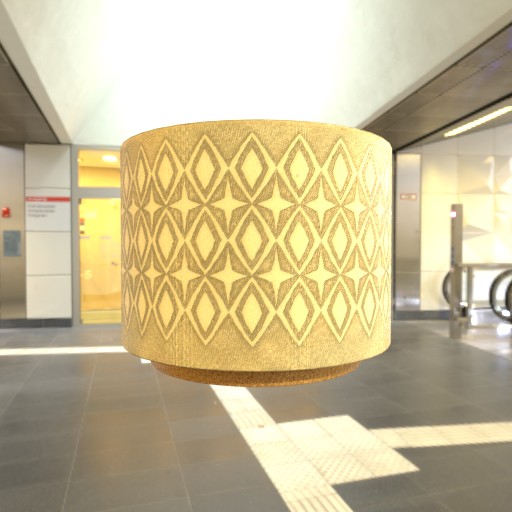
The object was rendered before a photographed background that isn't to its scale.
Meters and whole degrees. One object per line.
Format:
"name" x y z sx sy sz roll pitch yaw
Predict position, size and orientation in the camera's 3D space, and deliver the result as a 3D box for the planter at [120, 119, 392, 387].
"planter" 0.000 0.000 0.319 0.186 0.144 0.186 0 1 0
